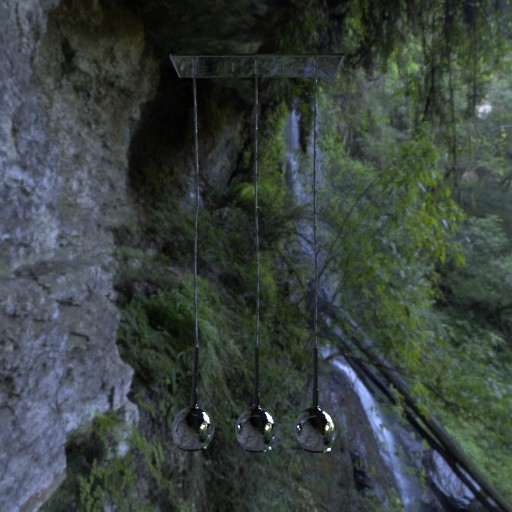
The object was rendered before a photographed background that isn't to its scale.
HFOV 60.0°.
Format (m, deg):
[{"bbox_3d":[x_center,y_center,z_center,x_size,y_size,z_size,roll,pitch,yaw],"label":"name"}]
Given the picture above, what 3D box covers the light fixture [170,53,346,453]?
[{"bbox_3d":[0.000,0.000,1.639,0.623,1.408,0.188,0,0,0],"label":"light fixture"}]
